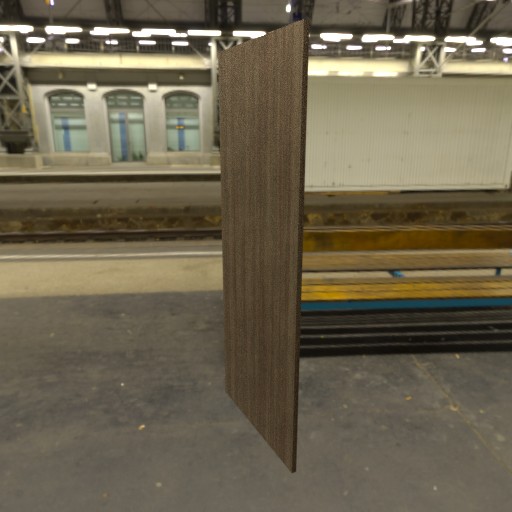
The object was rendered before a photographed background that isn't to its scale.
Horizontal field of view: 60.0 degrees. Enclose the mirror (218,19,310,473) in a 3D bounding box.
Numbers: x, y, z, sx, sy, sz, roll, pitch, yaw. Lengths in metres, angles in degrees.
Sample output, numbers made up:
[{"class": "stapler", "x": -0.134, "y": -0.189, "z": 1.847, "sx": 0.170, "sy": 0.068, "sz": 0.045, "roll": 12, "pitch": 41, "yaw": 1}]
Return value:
[{"class": "mirror", "x": 0.000, "y": 0.000, "z": 2.272, "sx": 0.025, "sy": 2.032, "sz": 0.812, "roll": -8, "pitch": 18, "yaw": -27}]
